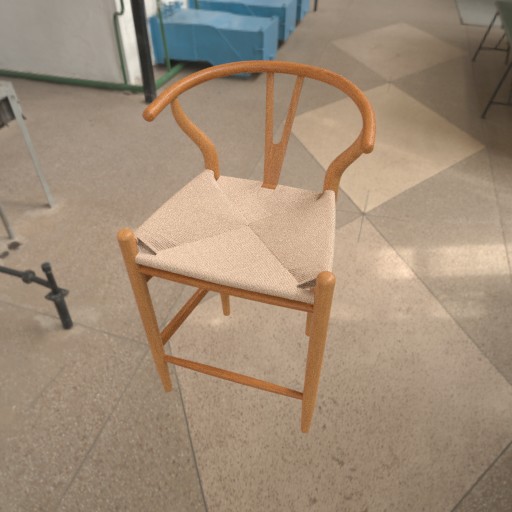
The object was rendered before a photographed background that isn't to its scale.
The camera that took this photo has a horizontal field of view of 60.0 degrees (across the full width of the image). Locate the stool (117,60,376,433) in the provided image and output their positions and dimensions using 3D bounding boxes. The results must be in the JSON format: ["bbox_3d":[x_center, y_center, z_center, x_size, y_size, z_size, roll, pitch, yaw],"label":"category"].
[{"bbox_3d":[0.000,0.000,1.354,0.569,0.970,0.579,12,43,13],"label":"stool"}]
